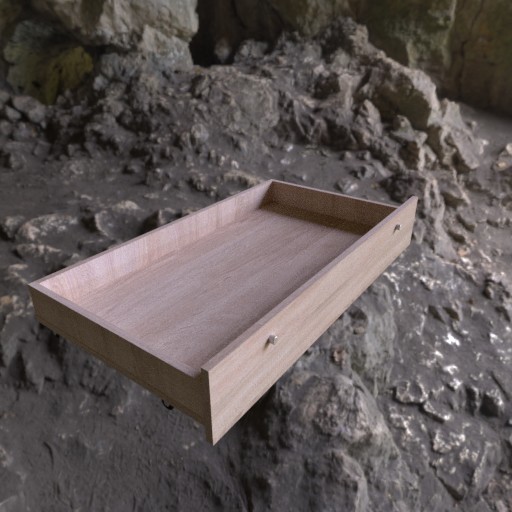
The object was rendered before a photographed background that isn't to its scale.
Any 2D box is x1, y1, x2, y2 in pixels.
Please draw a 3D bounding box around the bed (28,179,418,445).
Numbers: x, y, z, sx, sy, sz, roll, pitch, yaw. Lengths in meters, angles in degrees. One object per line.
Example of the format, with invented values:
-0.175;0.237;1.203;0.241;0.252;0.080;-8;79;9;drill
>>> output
0.000;0.000;1.482;0.685;0.209;1.200;18;32;32;bed
